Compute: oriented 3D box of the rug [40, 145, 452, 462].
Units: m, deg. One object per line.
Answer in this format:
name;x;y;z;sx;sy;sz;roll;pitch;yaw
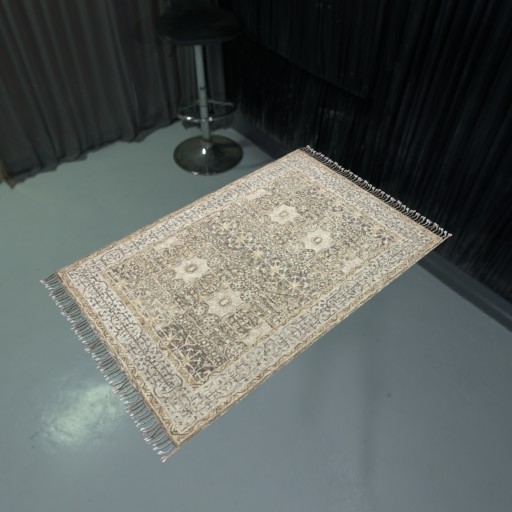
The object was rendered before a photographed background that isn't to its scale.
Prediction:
rug;0.000;0.000;2.518;2.029;0.010;1.237;-32;55;-26
